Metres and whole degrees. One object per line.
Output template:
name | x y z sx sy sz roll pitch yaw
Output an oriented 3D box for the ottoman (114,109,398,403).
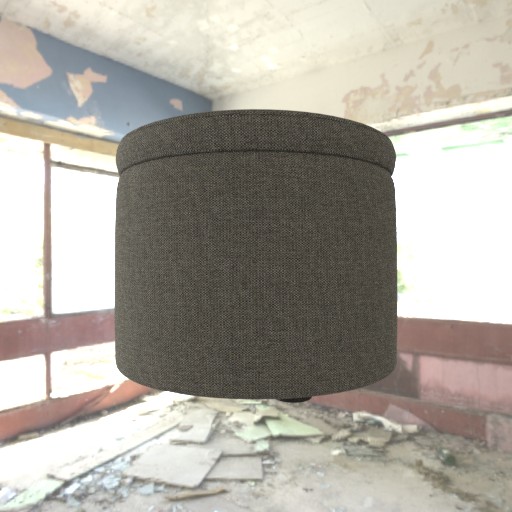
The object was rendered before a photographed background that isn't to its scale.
ottoman | 0.000 0.000 0.856 0.520 0.430 0.520 0 -1 0
